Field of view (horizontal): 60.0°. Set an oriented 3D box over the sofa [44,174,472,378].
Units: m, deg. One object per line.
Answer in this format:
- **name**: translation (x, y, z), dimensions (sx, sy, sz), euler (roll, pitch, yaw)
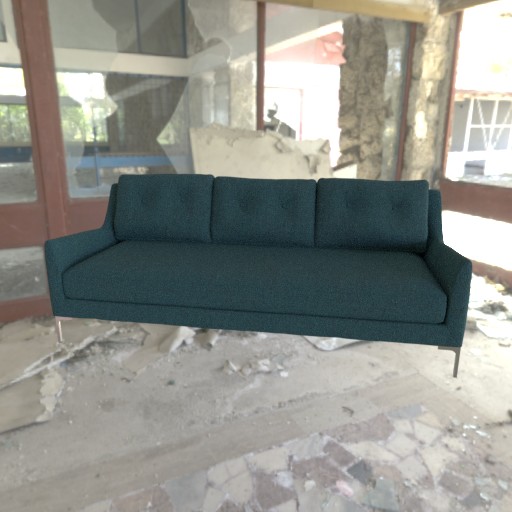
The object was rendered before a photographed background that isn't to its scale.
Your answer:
- **sofa**: translation (0.000, 0.000, 2.476), dimensions (2.060, 0.837, 0.849), euler (3, 16, 10)
